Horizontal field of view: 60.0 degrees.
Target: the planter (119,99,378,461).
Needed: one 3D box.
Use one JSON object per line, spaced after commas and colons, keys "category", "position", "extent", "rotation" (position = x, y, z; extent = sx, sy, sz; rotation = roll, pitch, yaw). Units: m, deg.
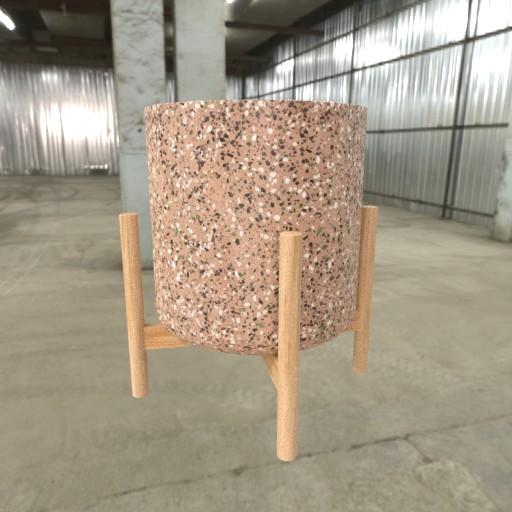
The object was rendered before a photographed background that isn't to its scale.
{"category": "planter", "position": [0.000, 0.000, 0.670], "extent": [0.360, 0.419, 0.360], "rotation": [3, 14, 10]}
